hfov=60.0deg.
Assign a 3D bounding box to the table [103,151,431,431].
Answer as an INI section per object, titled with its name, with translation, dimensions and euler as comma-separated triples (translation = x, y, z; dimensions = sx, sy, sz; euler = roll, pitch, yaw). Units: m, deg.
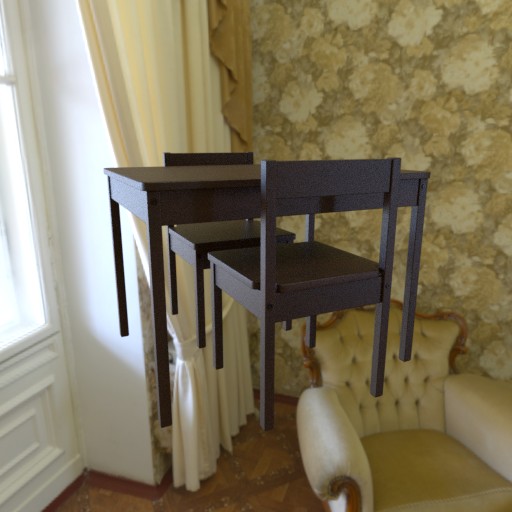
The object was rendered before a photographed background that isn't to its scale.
[table]
translation = 0.000, 0.000, 1.126
dimensions = 0.650, 0.503, 0.672
euler = -7, 16, -25
